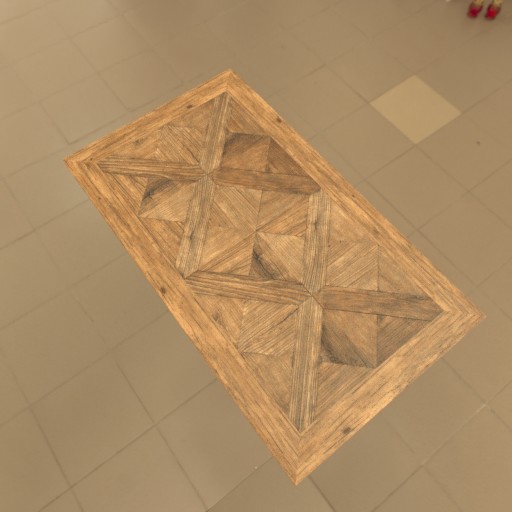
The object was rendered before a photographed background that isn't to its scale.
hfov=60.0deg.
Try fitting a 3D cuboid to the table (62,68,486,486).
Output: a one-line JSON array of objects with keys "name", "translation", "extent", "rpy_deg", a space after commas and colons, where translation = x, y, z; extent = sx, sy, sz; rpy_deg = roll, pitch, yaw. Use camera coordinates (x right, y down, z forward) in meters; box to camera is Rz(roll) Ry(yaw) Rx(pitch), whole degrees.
[{"name": "table", "translation": [0.000, 0.000, 1.747], "extent": [0.800, 0.410, 1.400], "rpy_deg": [-35, 69, -15]}]
